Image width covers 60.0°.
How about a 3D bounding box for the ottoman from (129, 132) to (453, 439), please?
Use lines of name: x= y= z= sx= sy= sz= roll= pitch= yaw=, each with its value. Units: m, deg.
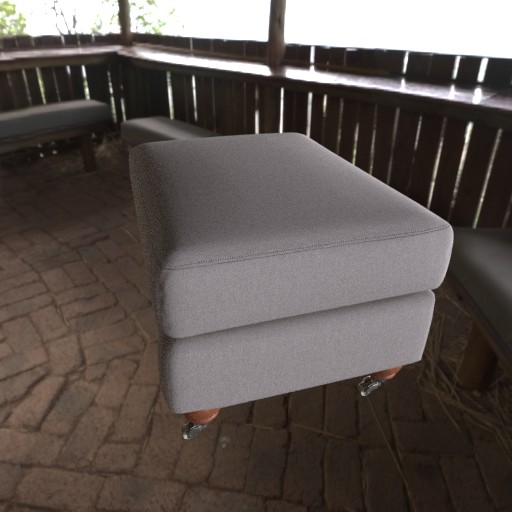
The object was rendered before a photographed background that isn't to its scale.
ottoman: x=0.000 y=0.000 z=1.147 sx=0.574 sy=0.497 sz=0.773 roll=-8 pitch=30 yaw=-15
